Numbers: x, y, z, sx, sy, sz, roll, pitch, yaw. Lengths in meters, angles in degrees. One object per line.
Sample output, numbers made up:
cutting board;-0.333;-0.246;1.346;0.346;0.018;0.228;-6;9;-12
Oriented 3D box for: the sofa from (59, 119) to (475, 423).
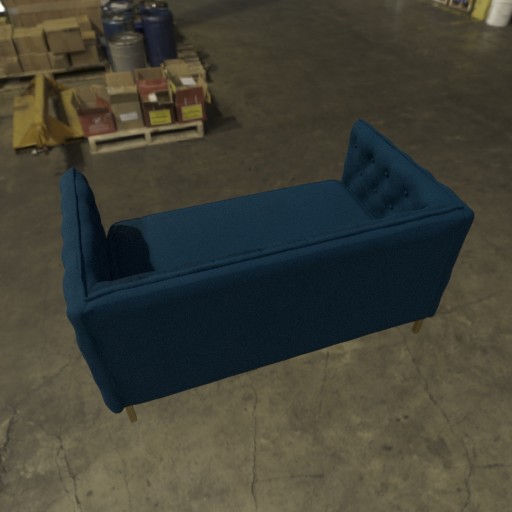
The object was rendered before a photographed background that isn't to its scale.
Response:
sofa;0.000;0.000;2.110;1.583;0.810;0.909;-13;44;-14
